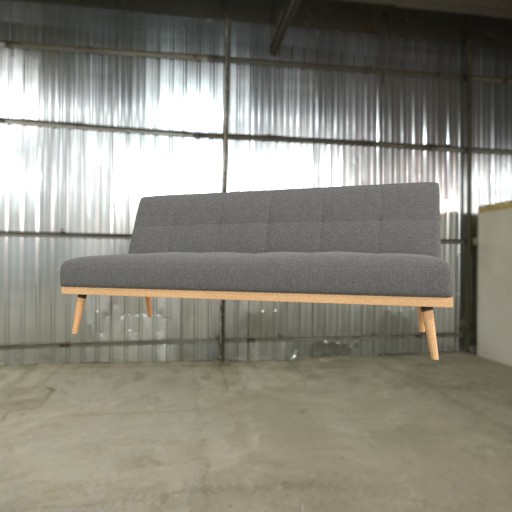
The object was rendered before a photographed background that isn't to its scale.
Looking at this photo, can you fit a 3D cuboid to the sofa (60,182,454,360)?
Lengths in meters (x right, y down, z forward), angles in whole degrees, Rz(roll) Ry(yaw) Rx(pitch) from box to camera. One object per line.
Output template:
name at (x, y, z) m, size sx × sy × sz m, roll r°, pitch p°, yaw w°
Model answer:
sofa at (0.000, 0.000, 2.285) m, size 1.820 × 0.770 × 0.820 m, roll 0°, pitch 0°, yaw 19°
